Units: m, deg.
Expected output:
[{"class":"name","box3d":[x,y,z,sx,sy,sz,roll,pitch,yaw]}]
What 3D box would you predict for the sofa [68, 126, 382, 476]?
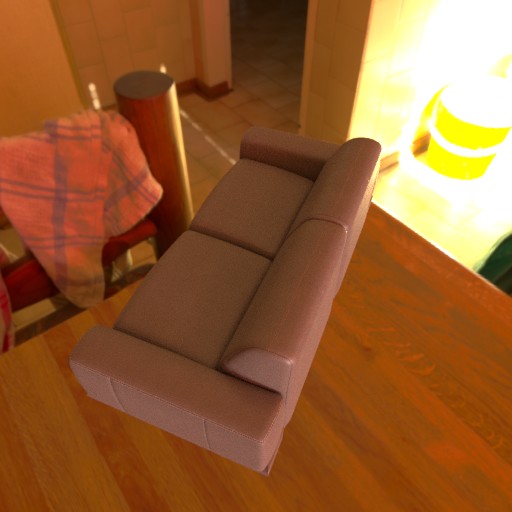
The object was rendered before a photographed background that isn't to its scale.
[{"class":"sofa","box3d":[0.000,0.000,2.337,0.900,0.772,1.901,17,50,15]}]
